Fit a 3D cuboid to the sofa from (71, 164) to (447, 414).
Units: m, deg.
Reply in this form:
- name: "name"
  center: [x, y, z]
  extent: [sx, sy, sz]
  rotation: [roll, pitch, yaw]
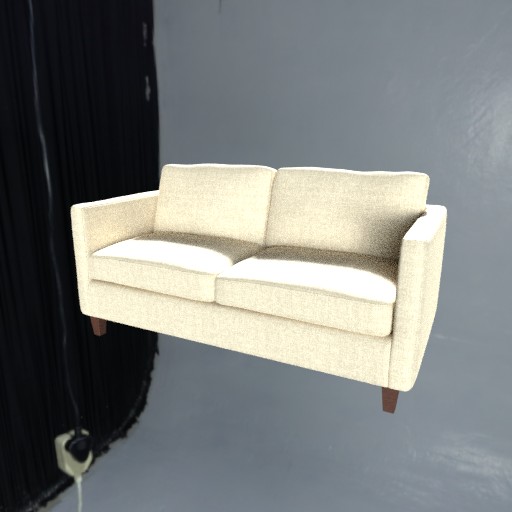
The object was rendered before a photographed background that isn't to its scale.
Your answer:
- name: "sofa"
  center: [0.000, 0.000, 2.487]
  extent: [1.884, 0.963, 0.950]
  rotation: [8, 17, 26]
